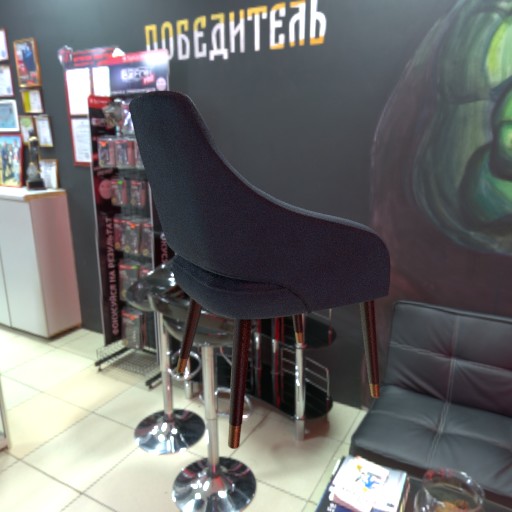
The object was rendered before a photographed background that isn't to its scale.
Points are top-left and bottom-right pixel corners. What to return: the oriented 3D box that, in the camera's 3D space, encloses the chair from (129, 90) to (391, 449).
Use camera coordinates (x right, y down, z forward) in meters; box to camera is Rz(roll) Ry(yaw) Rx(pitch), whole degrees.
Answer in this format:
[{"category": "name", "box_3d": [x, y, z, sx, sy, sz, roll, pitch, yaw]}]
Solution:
[{"category": "chair", "box_3d": [0.000, 0.000, 1.617, 0.794, 1.081, 0.683, -8, 17, -27]}]
